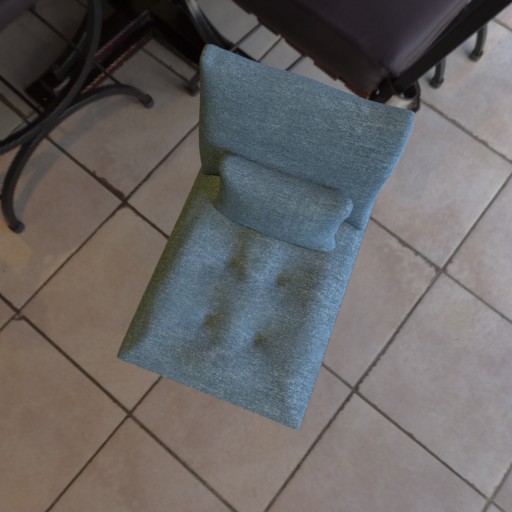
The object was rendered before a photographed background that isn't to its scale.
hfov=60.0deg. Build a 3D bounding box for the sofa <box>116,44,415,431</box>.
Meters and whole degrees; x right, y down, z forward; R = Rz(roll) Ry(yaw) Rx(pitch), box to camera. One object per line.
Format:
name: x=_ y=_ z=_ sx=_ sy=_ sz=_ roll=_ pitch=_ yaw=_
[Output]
sofa: x=0.000 y=0.000 z=1.554 sx=0.700 sy=0.820 sz=1.000 roll=20 pitch=76 yaw=5
